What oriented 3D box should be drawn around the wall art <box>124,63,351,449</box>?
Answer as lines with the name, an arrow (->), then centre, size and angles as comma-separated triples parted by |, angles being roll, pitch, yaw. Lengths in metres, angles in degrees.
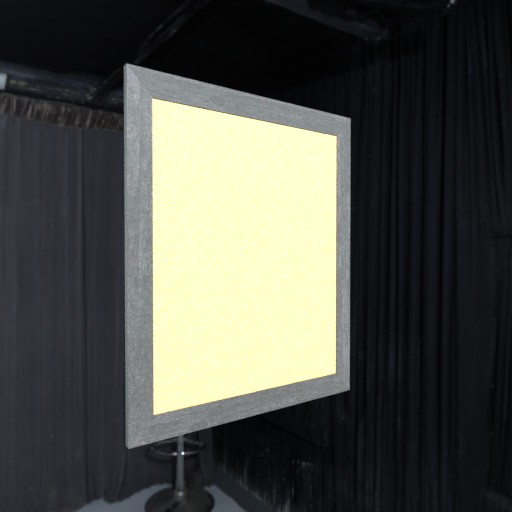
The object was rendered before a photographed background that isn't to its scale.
wall art -> 0.000, 0.000, 0.799 | 0.476, 0.570, 0.013 | -1, 1, -35
